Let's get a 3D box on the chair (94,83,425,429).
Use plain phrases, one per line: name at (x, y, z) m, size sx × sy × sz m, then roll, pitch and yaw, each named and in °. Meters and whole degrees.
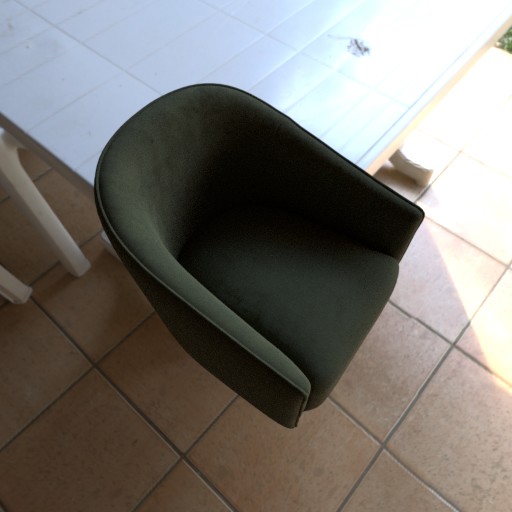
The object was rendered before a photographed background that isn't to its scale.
chair at (0.000, 0.000, 1.497) m, size 0.875 × 0.799 × 0.747 m, roll 32°, pitch 63°, yaw 18°
